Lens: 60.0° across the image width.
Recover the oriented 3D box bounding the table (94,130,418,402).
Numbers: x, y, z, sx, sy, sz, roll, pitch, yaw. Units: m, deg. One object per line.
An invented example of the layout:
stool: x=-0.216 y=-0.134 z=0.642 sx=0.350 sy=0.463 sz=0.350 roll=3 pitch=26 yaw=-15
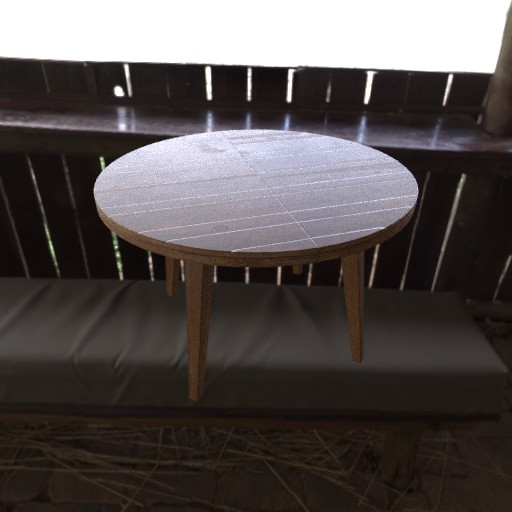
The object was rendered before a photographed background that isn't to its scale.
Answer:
table: x=0.000 y=0.000 z=1.937 sx=1.213 sy=0.764 sz=1.213 roll=0 pitch=31 yaw=0
